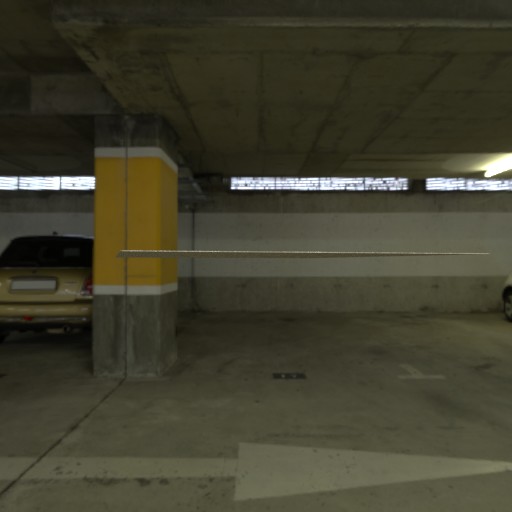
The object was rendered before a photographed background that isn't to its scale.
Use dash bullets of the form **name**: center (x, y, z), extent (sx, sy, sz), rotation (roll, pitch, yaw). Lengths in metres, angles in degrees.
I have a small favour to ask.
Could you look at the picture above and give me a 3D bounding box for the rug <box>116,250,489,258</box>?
- **rug**: center (0.000, 0.000, 3.987), extent (2.391, 0.005, 2.880), rotation (0, -1, -18)
